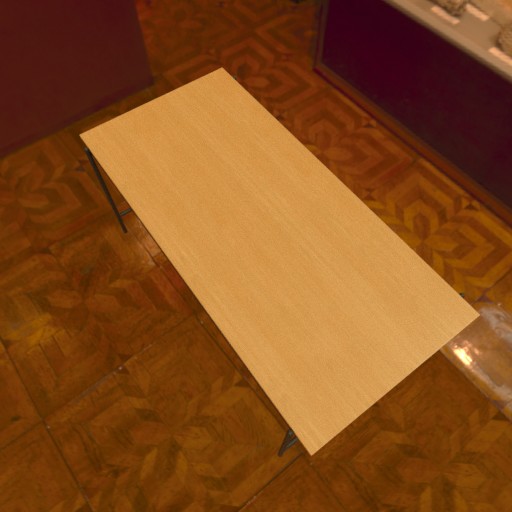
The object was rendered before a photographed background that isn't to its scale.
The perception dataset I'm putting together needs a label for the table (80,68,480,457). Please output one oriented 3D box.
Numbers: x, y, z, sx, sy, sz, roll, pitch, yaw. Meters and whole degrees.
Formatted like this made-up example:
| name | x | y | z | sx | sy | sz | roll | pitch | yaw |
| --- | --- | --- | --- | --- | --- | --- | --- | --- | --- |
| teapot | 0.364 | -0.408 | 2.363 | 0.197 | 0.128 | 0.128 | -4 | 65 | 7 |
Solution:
| name | x | y | z | sx | sy | sz | roll | pitch | yaw |
| --- | --- | --- | --- | --- | --- | --- | --- | --- | --- |
| table | 0.000 | 0.000 | 2.292 | 0.900 | 0.758 | 1.800 | -32 | 66 | -17 |
